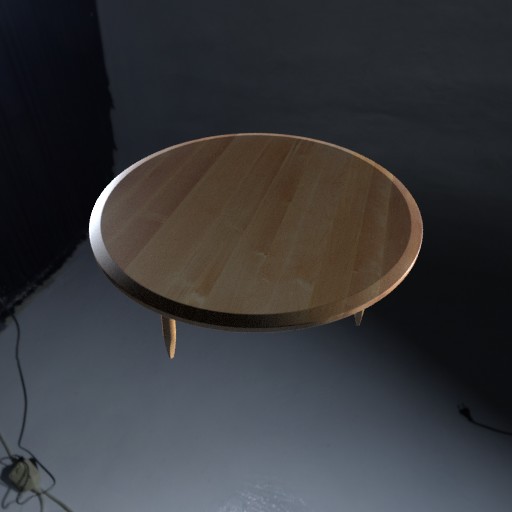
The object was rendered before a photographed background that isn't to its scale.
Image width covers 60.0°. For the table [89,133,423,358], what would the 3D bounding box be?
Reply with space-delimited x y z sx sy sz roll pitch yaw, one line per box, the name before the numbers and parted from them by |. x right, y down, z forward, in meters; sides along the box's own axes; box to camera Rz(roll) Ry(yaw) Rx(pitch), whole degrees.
table | 0.000 0.000 1.370 0.900 0.400 0.900 0 41 0
